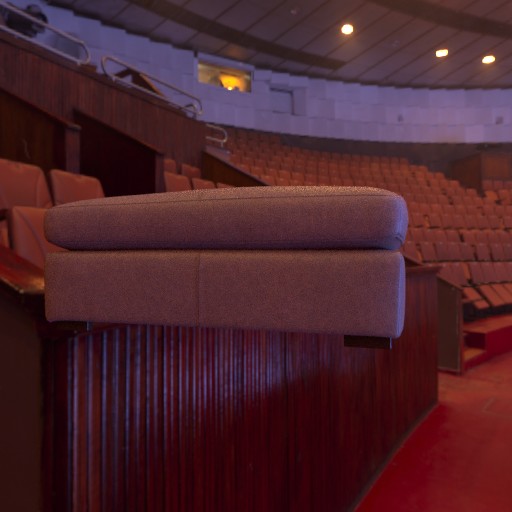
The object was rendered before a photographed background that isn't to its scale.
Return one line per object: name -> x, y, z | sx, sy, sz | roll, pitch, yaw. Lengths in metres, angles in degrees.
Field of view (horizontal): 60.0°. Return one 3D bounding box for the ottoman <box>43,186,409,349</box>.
ottoman -> 0.000, 0.000, 1.833 | 1.168, 0.490, 1.168 | 0, 0, 17
